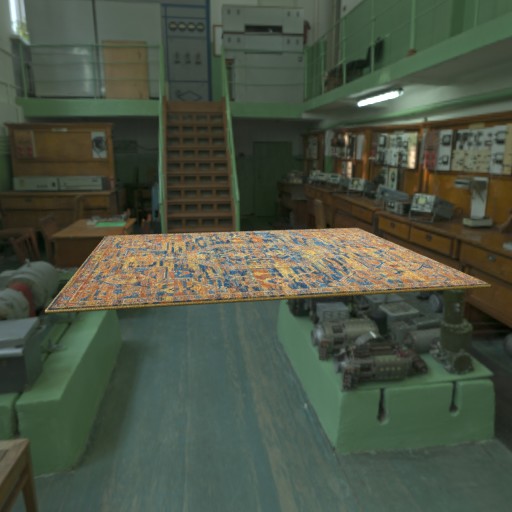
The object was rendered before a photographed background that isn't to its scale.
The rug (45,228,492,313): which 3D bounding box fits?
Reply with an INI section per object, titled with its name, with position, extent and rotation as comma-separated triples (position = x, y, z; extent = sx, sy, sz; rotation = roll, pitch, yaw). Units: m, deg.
[rug]
position = 0.000, 0.000, 4.111
extent = 3.040, 0.031, 2.435
rotation = -2, 14, -10
